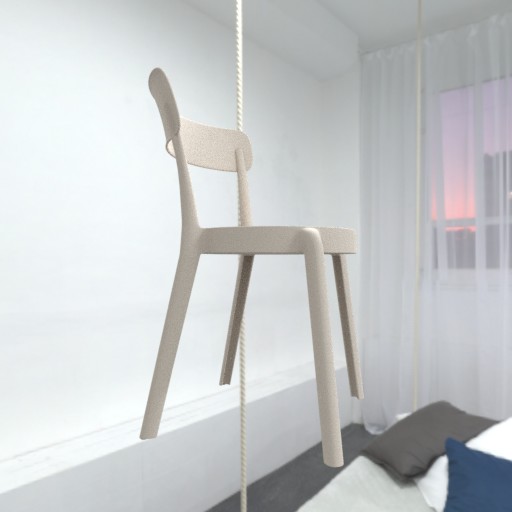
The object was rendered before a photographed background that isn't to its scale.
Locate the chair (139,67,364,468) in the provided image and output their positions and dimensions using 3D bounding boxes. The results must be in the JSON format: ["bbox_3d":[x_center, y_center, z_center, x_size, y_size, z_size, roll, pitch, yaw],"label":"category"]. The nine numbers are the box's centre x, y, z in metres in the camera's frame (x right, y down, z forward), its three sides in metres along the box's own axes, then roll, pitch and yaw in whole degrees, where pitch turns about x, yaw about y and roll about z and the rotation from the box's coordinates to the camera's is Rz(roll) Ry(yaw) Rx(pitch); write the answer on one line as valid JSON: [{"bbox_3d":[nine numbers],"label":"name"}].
[{"bbox_3d":[0.000,0.000,1.110,0.491,0.790,0.506,0,0,19],"label":"chair"}]
